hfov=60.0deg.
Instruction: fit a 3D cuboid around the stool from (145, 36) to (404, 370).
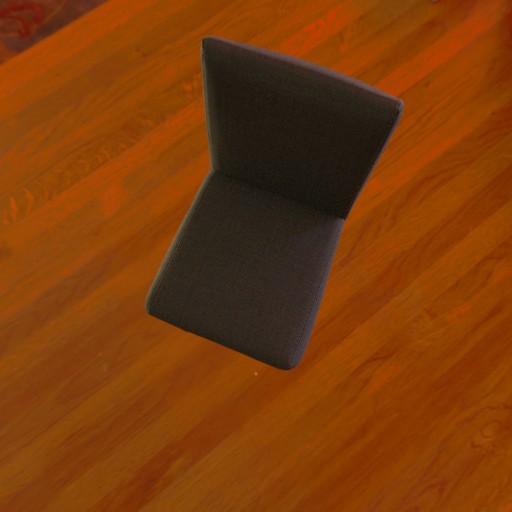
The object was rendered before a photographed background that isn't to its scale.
[{"bbox_3d":[0.000,0.000,1.339,0.454,1.088,0.574,21,76,5],"label":"stool"}]
